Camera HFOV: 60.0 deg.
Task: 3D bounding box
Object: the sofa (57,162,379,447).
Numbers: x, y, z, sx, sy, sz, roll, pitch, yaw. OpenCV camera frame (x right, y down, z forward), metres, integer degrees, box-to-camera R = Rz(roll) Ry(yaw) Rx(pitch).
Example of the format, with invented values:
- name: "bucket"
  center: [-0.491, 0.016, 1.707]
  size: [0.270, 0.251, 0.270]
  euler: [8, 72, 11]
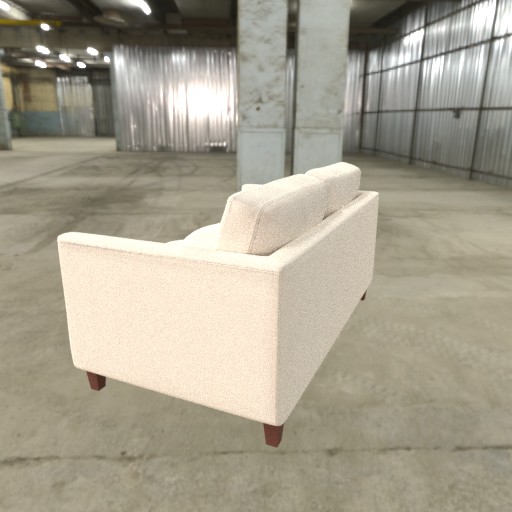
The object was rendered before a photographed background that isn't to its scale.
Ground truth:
- name: "sofa"
  center: [0.000, 0.000, 2.298]
  size: [0.964, 0.888, 1.702]
  euler: [8, 18, 24]
